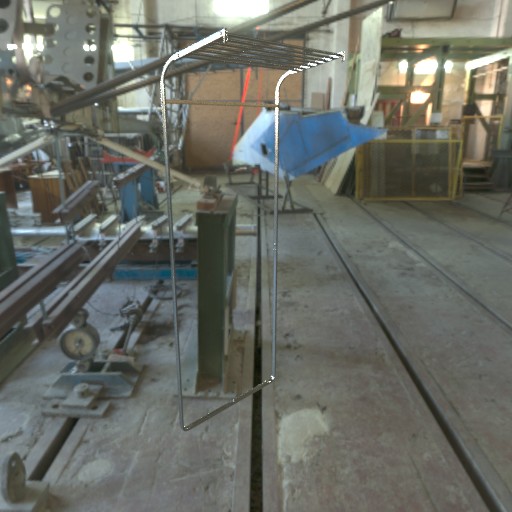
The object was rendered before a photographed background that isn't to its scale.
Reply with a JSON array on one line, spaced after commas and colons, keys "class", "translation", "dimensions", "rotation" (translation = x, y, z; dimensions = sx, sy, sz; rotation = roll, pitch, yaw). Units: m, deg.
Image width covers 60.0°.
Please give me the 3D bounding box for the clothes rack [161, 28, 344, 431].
[{"class": "clothes rack", "translation": [0.000, 0.000, 1.826], "dimensions": [0.609, 1.574, 0.349], "rotation": [-16, 23, -43]}]
